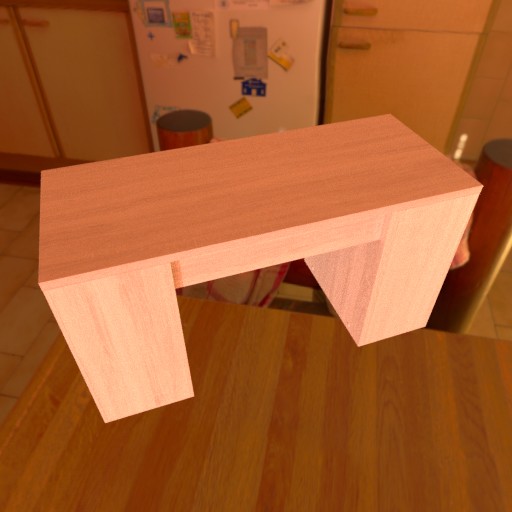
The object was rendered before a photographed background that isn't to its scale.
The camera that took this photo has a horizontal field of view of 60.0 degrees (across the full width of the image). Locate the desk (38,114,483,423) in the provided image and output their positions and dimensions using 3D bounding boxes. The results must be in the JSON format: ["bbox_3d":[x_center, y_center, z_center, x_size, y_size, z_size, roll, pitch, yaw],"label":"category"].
[{"bbox_3d":[0.000,0.000,1.759,1.390,0.740,0.600,-13,44,-14],"label":"desk"}]
